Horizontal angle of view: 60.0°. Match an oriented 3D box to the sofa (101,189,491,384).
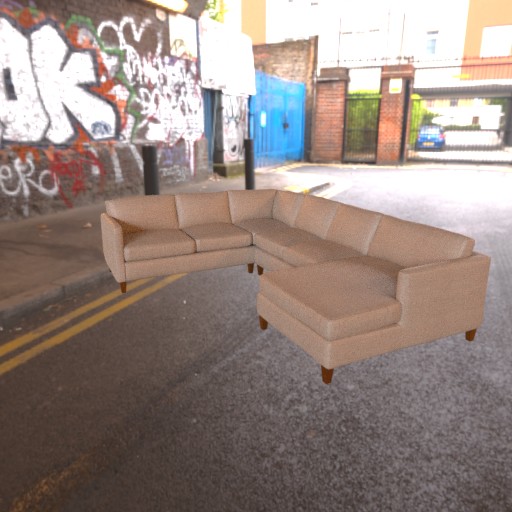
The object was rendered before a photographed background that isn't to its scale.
[{"bbox_3d":[0.000,0.000,4.549,2.594,0.961,3.460,-8,18,-25],"label":"sofa"}]
